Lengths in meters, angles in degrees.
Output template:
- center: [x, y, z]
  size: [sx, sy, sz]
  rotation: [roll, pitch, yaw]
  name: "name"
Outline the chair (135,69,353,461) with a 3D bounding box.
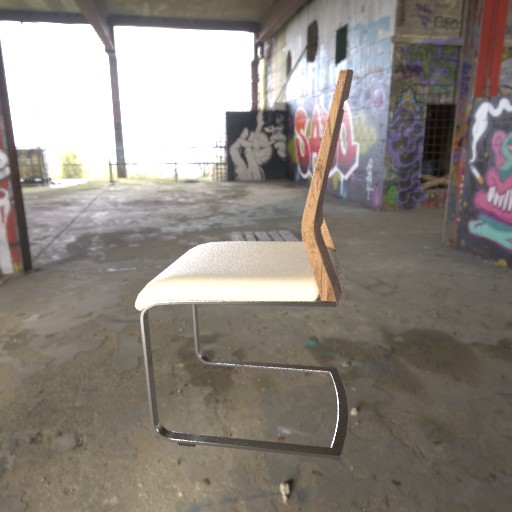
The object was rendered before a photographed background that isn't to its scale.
- center: [0.000, 0.000, 1.261]
  size: [0.561, 0.955, 0.457]
  rotation: [2, 15, 8]
  name: "chair"
